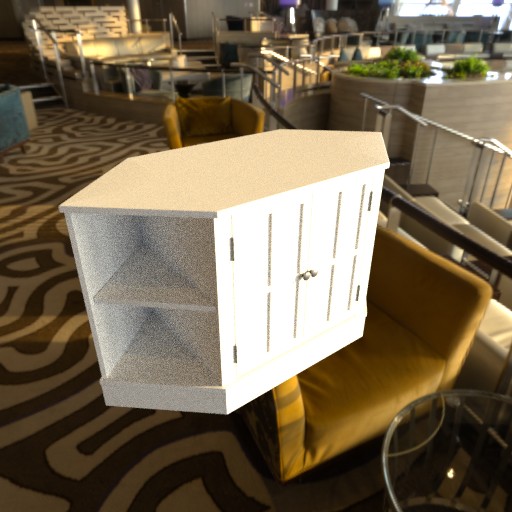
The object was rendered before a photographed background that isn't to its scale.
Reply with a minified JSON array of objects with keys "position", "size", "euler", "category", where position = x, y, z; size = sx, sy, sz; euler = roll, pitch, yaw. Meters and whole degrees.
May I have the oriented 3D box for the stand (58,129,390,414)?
[{"position":[0.000,0.000,1.389],"size":[1.072,0.614,0.477],"euler":[-20,35,-32],"category":"stand"}]
